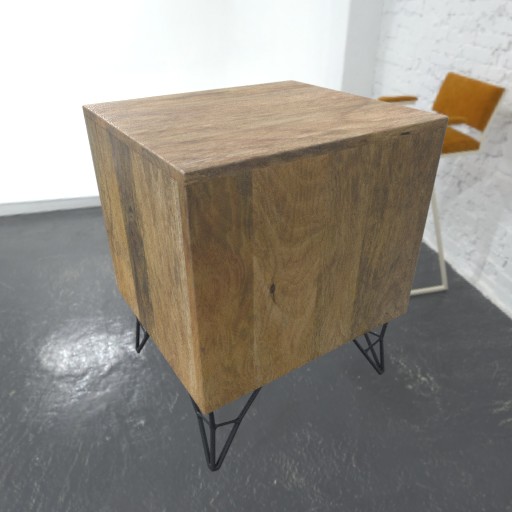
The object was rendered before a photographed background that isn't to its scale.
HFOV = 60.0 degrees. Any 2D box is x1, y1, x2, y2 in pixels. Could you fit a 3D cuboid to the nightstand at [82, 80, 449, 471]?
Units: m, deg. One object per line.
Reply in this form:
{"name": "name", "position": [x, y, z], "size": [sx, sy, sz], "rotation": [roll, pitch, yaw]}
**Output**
{"name": "nightstand", "position": [0.000, 0.000, 0.872], "size": [0.457, 0.559, 0.406], "rotation": [-19, 35, -28]}
